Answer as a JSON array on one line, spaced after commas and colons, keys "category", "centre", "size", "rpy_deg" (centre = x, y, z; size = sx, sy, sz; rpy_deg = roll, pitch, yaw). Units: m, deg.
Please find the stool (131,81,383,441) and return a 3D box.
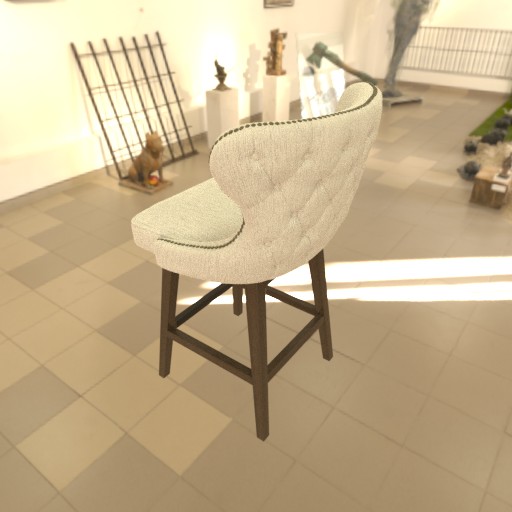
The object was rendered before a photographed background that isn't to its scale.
[{"category": "stool", "centre": [0.000, 0.000, 1.350], "size": [0.597, 0.972, 0.615], "rpy_deg": [21, 38, 30]}]
